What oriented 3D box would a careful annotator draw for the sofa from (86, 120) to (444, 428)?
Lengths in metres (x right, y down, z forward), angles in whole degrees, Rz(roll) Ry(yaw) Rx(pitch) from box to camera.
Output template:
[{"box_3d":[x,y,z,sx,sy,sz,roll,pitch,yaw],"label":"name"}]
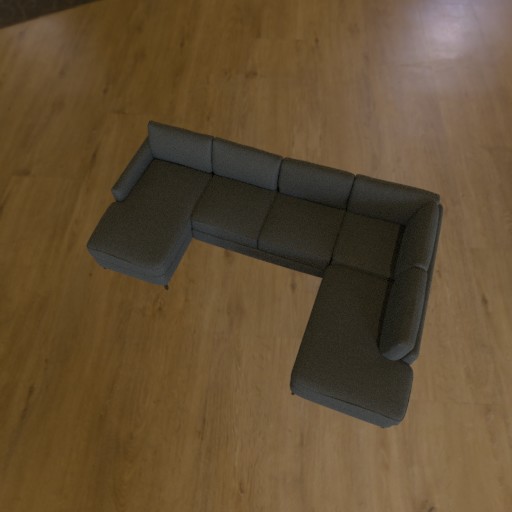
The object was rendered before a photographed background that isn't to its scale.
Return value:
[{"box_3d":[0.000,0.000,3.927,2.975,0.858,1.984,17,60,10],"label":"sofa"}]
